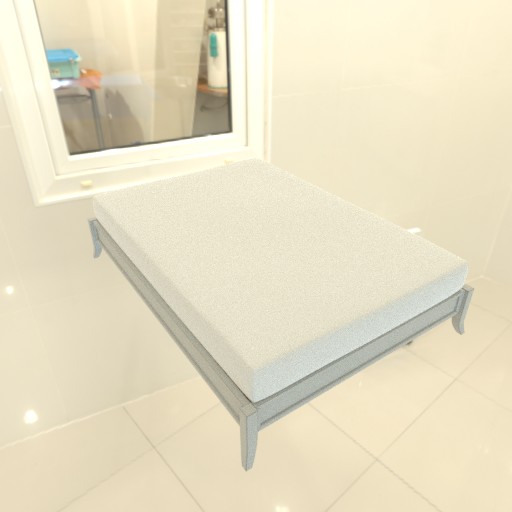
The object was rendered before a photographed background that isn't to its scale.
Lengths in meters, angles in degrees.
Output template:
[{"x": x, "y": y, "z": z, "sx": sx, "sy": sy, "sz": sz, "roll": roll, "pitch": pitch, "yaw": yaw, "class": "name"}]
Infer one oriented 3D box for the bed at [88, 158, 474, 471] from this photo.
[{"x": 0.000, "y": 0.000, "z": 2.684, "sx": 1.460, "sy": 0.510, "sz": 1.985, "roll": -20, "pitch": 37, "yaw": -29, "class": "bed"}]
